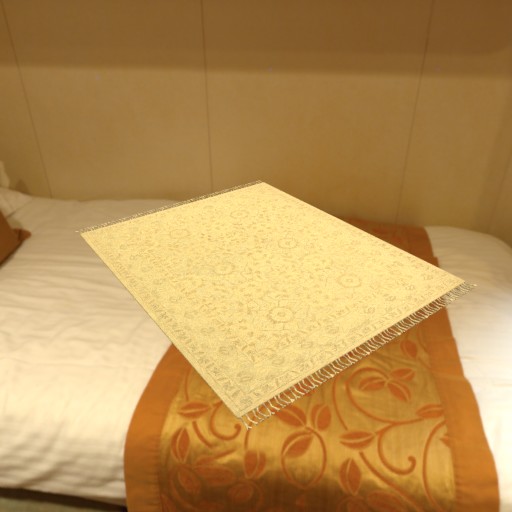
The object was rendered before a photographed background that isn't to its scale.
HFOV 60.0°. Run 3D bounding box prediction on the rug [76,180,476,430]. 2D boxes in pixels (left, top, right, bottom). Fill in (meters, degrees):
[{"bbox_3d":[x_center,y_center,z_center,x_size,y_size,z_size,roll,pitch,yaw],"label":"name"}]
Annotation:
[{"bbox_3d":[0.000,0.000,4.179,2.444,0.013,3.043,-21,37,-31],"label":"rug"}]
